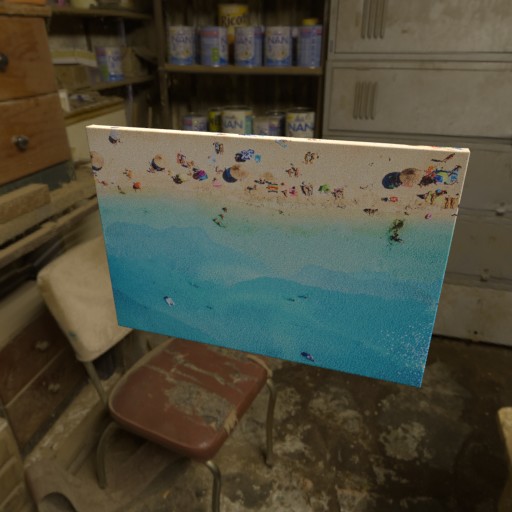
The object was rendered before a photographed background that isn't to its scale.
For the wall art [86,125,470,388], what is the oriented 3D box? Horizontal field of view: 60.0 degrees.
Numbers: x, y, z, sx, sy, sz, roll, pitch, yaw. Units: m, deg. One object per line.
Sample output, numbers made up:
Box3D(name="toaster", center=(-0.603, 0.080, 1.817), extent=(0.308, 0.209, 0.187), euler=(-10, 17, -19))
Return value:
Box3D(name="wall art", center=(0.000, 0.000, 1.447), extent=(1.136, 0.769, 0.040), euler=(8, 27, 16))
